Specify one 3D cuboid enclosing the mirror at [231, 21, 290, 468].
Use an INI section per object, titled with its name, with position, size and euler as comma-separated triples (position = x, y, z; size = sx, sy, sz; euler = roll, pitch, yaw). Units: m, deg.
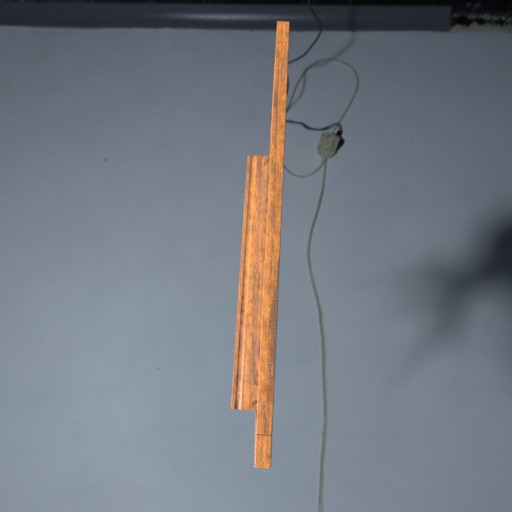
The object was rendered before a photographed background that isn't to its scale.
[mirror]
position = 0.000, 0.000, 0.980
size = 0.084, 0.537, 0.758
euler = 3, 75, 1
